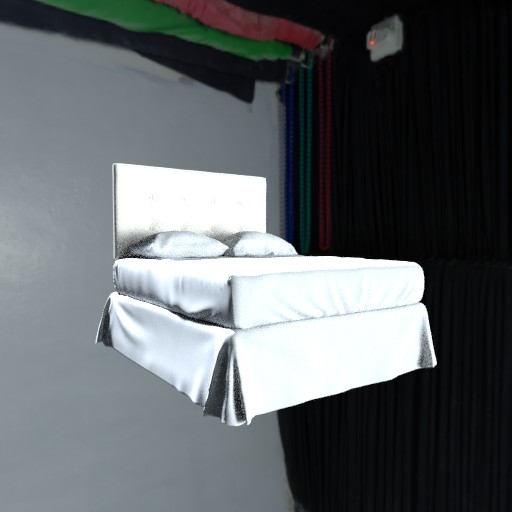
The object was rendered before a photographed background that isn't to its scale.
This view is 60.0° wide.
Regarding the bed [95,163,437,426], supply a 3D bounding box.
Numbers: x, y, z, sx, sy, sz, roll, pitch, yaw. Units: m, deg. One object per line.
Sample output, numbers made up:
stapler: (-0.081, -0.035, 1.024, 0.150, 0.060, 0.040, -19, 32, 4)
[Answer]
bed: (0.000, 0.000, 3.529, 1.936, 1.577, 2.222, -2, 3, -35)
